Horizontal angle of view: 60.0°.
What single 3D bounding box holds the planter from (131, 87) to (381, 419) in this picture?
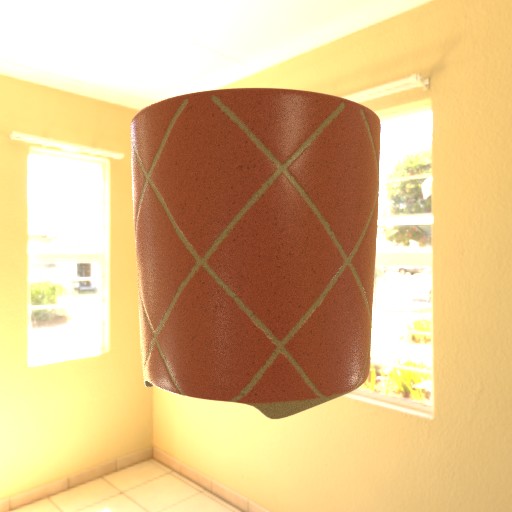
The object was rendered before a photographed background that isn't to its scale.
[{"bbox_3d":[0.000,0.000,0.419,0.227,0.235,0.227,0,0,0],"label":"planter"}]
